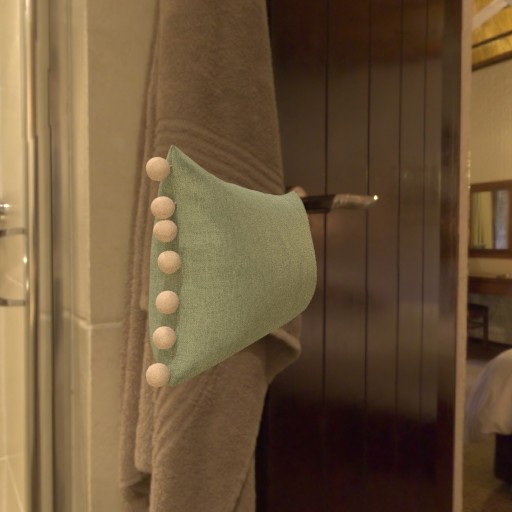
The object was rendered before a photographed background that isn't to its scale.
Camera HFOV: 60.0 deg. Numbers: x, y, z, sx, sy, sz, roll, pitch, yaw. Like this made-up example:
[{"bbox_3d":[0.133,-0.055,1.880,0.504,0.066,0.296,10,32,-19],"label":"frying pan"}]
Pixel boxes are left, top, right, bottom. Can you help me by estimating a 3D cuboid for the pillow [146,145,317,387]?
[{"bbox_3d":[0.000,0.000,0.858,0.201,0.322,0.709,1,2,19],"label":"pillow"}]
